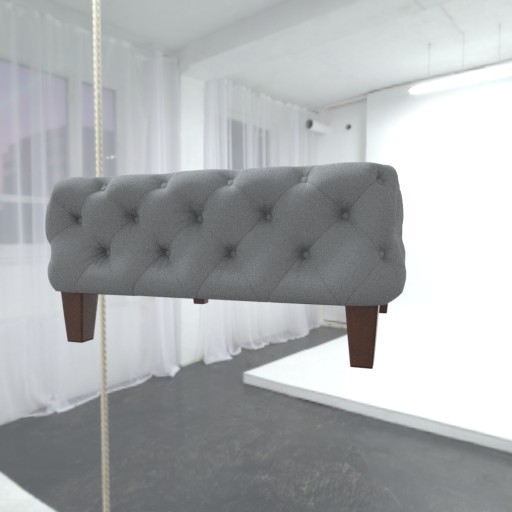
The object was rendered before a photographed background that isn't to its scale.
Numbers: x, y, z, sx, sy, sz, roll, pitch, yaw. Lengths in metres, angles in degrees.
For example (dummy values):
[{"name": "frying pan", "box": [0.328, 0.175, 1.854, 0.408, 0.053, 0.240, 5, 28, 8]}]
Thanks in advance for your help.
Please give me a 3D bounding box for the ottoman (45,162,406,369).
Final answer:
[{"name": "ottoman", "box": [0.000, 0.000, 1.181, 0.758, 0.365, 0.764, 1, 2, 19]}]
